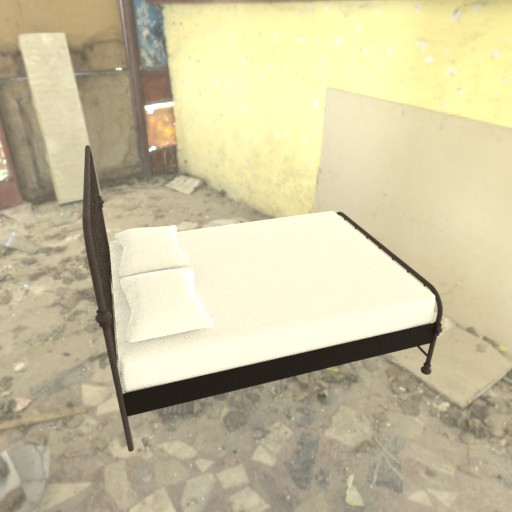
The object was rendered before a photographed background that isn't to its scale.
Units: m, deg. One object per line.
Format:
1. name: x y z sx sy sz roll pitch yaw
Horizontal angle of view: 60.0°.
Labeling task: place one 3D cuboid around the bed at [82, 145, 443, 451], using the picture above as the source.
1. bed: 0.000 0.000 3.188 2.134 1.446 1.616 -9 30 -16
